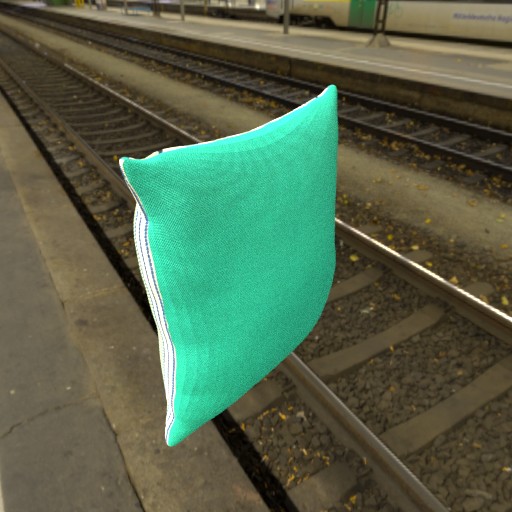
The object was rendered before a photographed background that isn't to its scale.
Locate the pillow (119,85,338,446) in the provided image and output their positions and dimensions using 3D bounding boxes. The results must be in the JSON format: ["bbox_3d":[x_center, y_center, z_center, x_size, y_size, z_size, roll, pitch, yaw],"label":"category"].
[{"bbox_3d":[0.000,0.000,0.681,0.182,0.441,0.440,21,37,31],"label":"pillow"}]
